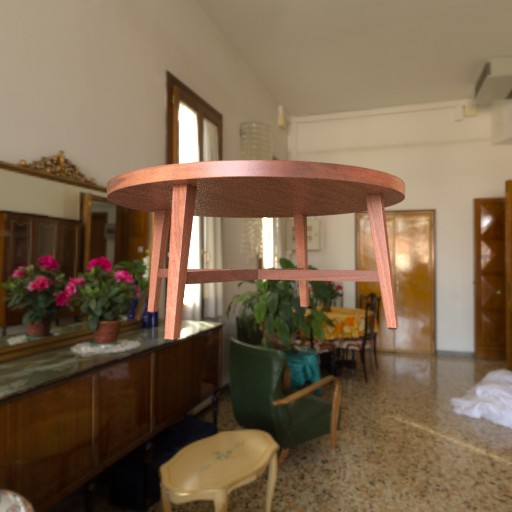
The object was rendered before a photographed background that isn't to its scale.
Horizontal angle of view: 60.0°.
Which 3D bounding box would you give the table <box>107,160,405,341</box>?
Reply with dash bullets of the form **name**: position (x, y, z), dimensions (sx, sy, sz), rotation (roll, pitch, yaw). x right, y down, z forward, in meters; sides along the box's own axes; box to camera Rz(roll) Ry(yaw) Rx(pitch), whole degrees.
- **table**: position (0.000, 0.000, 1.252), dimensions (0.800, 0.360, 0.800), rotation (0, -1, 0)
